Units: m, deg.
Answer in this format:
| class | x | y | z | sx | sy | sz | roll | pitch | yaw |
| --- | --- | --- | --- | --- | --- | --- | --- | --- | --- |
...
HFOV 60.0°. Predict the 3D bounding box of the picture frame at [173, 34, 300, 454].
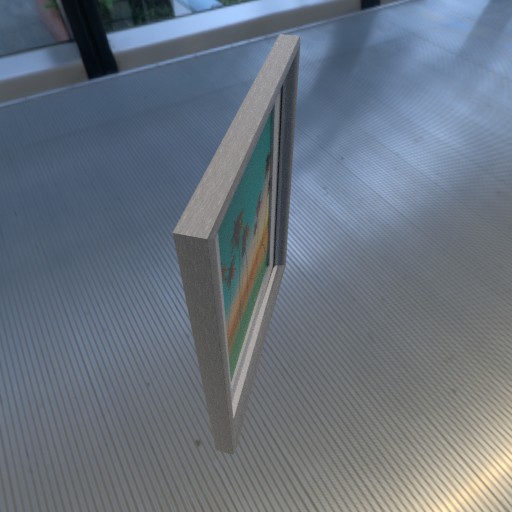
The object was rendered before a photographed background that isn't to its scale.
| class | x | y | z | sx | sy | sz | roll | pitch | yaw |
| --- | --- | --- | --- | --- | --- | --- | --- | --- | --- |
| picture frame | 0.000 | 0.000 | 0.522 | 0.027 | 0.378 | 0.327 | 10 | 48 | 9 |
